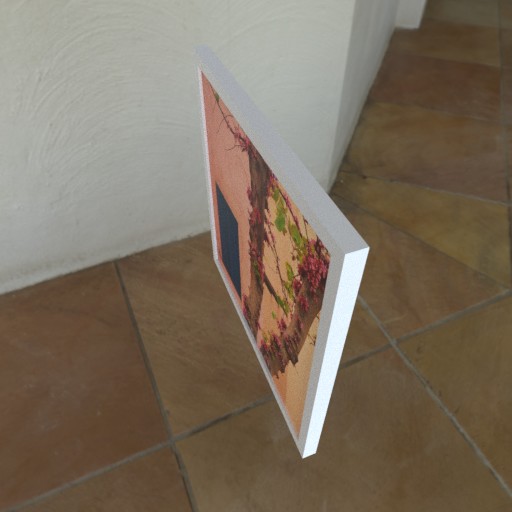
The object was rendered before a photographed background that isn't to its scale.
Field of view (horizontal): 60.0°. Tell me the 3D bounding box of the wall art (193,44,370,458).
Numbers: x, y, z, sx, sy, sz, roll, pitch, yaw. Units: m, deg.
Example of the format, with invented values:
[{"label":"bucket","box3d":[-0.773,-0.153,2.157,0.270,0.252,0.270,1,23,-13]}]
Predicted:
[{"label":"wall art","box3d":[0.000,0.000,1.124,0.038,0.762,0.762,-16,48,-15]}]
